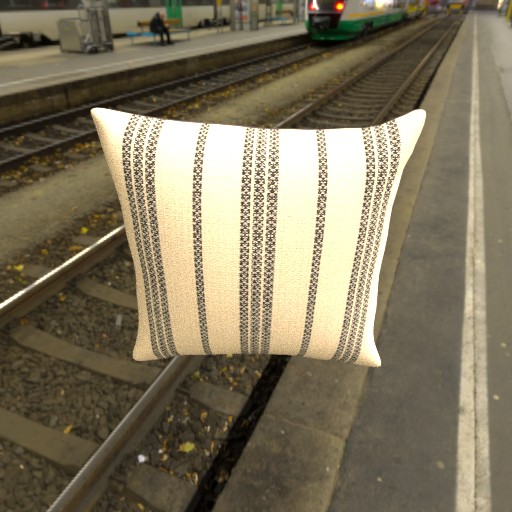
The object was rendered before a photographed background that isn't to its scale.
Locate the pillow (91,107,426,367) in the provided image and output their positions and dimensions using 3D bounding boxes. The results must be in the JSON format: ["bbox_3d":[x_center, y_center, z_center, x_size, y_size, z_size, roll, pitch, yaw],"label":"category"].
[{"bbox_3d":[0.000,0.000,0.629,0.405,0.406,0.173,1,30,2],"label":"pillow"}]
